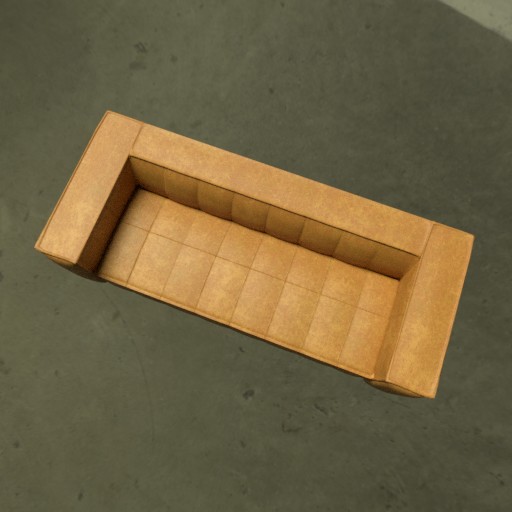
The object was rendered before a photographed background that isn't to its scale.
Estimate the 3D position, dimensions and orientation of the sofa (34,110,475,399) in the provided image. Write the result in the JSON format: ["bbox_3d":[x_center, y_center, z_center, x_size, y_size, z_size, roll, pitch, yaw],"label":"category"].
[{"bbox_3d":[0.000,0.000,3.065,2.581,0.701,1.102,20,76,5],"label":"sofa"}]
